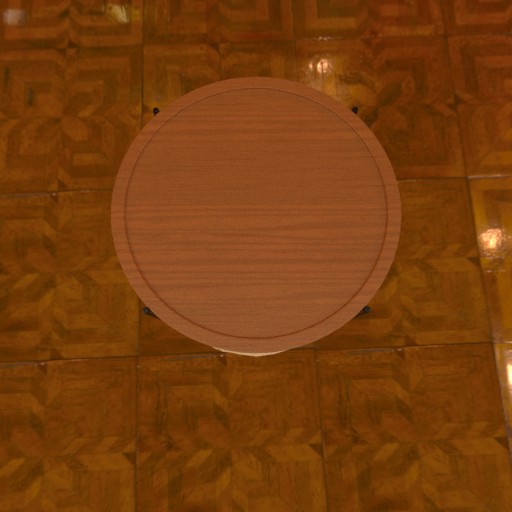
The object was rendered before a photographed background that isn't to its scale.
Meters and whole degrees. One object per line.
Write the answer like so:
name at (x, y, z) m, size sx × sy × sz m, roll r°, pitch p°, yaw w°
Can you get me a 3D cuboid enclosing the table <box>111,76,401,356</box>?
table at (0.000, 0.000, 0.891) m, size 0.393 × 0.623 × 0.393 m, roll 0°, pitch 77°, yaw 0°
